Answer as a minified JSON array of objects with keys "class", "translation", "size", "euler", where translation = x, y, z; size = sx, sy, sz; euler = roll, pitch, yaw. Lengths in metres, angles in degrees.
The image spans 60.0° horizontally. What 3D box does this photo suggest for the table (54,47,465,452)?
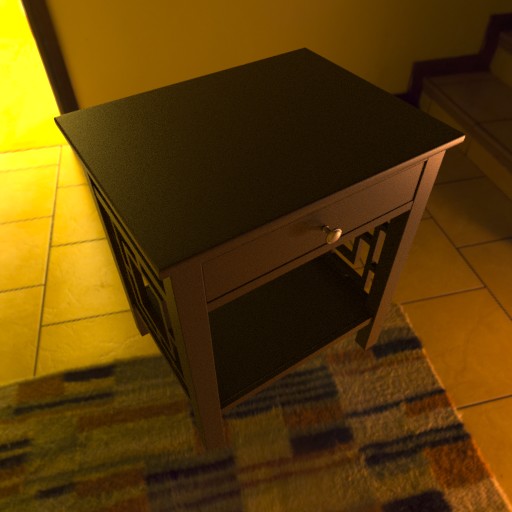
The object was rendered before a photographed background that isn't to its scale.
[{"class":"table","translation":[0.000,0.000,0.995],"size":[0.564,0.646,0.451],"euler":[-26,52,-22]}]
